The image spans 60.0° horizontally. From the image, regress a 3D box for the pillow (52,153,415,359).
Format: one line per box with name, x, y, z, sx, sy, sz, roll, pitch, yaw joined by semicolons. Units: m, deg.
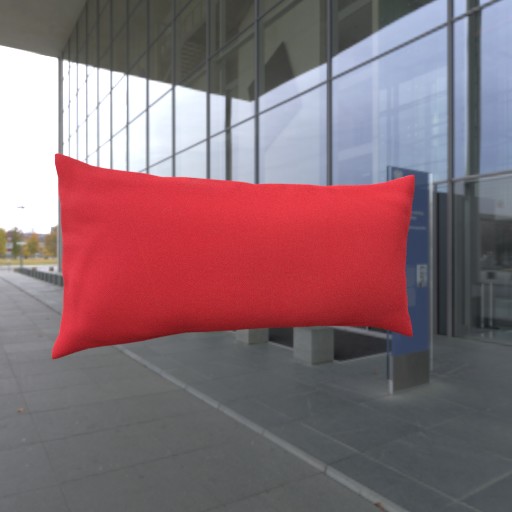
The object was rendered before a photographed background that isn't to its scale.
pillow;0.000;0.000;0.722;0.608;0.297;0.151;0;0;-18
